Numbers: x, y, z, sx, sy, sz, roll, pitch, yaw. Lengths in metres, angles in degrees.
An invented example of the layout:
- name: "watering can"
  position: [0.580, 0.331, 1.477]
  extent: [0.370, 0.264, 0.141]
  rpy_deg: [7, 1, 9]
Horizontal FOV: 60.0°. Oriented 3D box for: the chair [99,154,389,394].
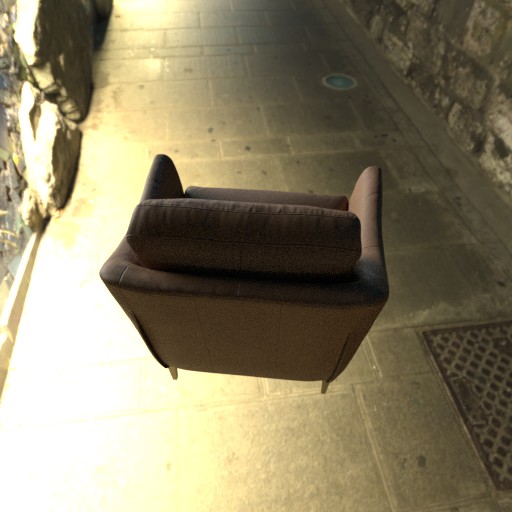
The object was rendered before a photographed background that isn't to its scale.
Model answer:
- name: "chair"
  position: [0.000, 0.000, 1.723]
  extent: [0.988, 0.895, 0.963]
  rpy_deg: [4, 46, 4]
